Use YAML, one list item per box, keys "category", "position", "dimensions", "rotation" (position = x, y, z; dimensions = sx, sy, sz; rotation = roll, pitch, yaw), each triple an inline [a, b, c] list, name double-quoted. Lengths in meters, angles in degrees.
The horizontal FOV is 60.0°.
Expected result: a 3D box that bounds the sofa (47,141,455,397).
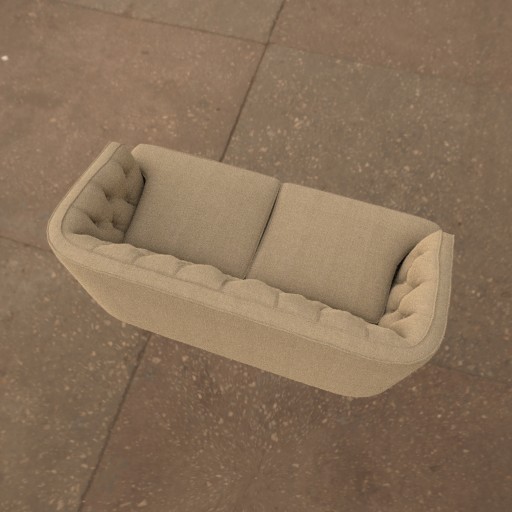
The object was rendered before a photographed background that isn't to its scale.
- category: "sofa"
  position: [0.000, 0.000, 2.227]
  dimensions: [1.733, 0.855, 0.941]
  rotation: [17, 65, 8]
